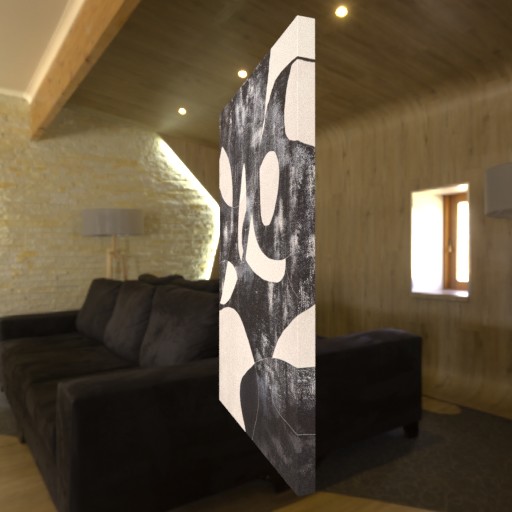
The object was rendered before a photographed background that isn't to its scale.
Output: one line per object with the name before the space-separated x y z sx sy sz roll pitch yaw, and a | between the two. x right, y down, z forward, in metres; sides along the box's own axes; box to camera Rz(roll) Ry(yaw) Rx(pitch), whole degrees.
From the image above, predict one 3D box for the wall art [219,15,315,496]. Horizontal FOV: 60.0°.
wall art | 0.000 0.000 1.137 0.041 0.915 0.610 0 0 -19
